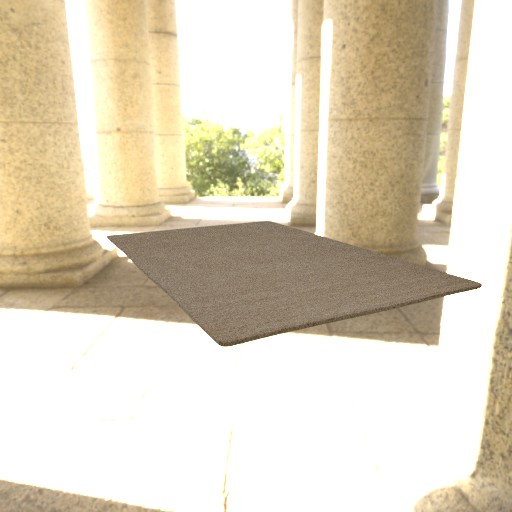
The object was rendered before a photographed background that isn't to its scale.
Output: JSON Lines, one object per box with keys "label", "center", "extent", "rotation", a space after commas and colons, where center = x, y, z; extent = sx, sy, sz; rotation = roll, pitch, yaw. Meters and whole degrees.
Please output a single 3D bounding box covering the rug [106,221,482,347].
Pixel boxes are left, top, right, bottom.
{"label": "rug", "center": [0.000, 0.000, 3.490], "extent": [1.801, 0.024, 2.700], "rotation": [-7, 16, -27]}
